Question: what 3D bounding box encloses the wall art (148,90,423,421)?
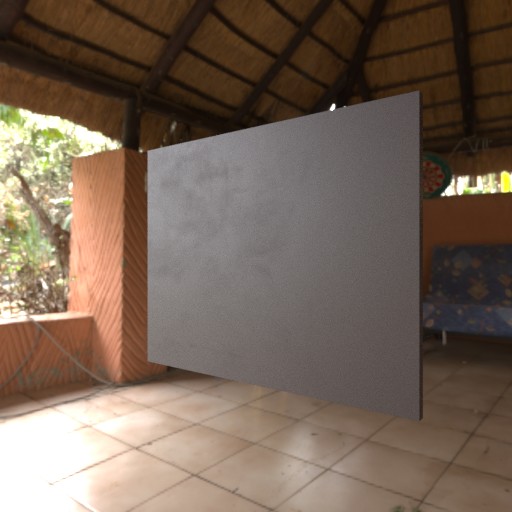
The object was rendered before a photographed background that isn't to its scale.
[{"bbox_3d":[0.000,0.000,1.654,1.207,0.952,0.034,0,0,37],"label":"wall art"}]
